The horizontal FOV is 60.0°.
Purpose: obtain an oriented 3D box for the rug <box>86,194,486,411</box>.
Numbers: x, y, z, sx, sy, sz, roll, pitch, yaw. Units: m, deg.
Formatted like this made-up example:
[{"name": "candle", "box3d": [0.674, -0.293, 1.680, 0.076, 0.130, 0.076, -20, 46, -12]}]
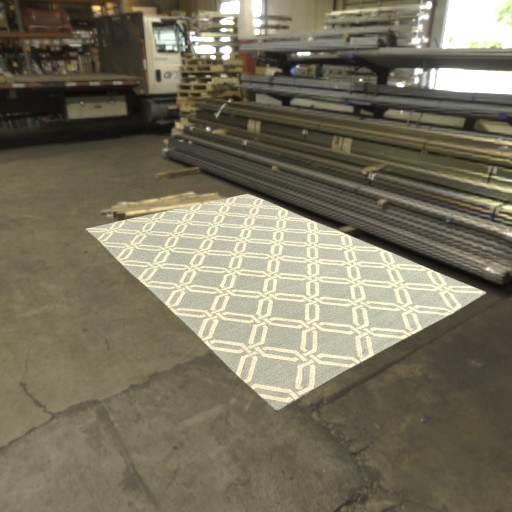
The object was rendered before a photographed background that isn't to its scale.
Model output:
[{"name": "rug", "box3d": [0.000, 0.000, 2.198, 1.148, 0.010, 1.754, -17, 30, -32]}]
